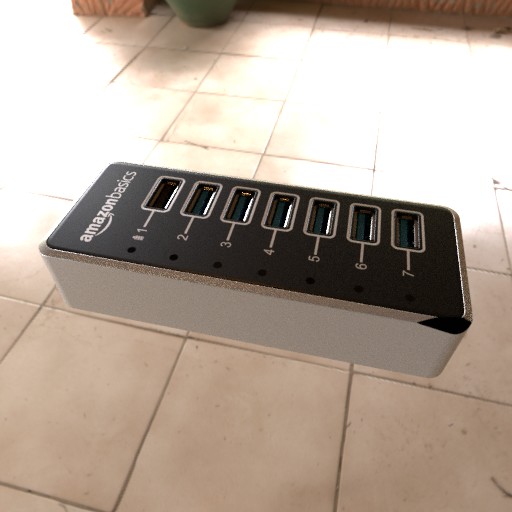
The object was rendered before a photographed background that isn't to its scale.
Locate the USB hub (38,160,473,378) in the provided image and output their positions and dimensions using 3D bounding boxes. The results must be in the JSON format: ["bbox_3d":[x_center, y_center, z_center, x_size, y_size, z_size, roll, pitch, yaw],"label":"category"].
[{"bbox_3d":[0.000,0.000,0.129,0.110,0.023,0.044,9,47,9],"label":"USB hub"}]
